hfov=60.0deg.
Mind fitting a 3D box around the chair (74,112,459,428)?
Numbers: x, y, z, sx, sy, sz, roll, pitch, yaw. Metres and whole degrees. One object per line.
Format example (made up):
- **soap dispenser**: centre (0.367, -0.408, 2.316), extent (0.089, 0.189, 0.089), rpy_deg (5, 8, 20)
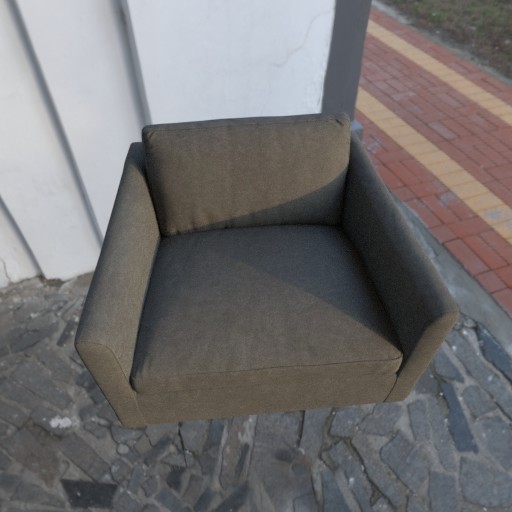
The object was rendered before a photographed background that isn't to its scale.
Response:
- **chair**: centre (0.000, 0.000, 1.865), extent (1.190, 0.845, 1.091), rpy_deg (-4, 48, -4)
